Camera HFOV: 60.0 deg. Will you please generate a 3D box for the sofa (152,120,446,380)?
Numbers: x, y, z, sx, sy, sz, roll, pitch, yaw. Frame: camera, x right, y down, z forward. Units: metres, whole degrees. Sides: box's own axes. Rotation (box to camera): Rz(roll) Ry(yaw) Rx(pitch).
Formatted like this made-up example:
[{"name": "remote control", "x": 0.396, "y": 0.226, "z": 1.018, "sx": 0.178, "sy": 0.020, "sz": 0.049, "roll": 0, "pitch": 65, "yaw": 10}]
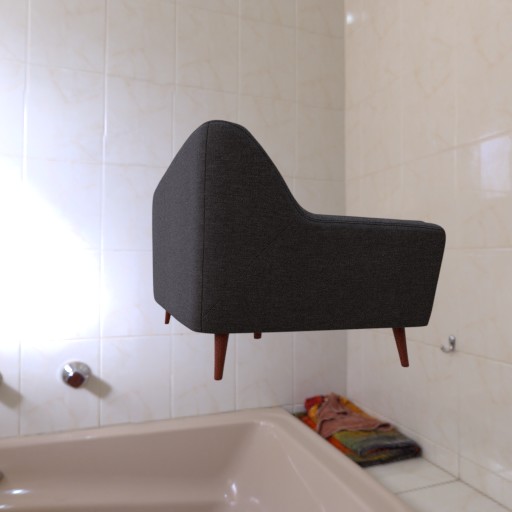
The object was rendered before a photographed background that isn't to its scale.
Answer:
[{"name": "sofa", "x": 0.000, "y": 0.000, "z": 2.399, "sx": 0.975, "sy": 0.896, "sz": 1.929, "roll": 0, "pitch": -1, "yaw": -18}]
